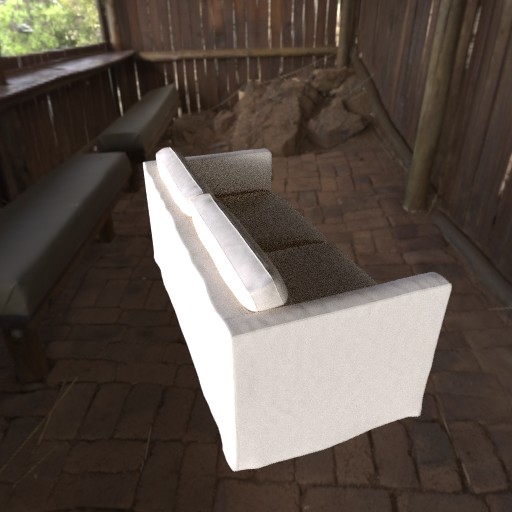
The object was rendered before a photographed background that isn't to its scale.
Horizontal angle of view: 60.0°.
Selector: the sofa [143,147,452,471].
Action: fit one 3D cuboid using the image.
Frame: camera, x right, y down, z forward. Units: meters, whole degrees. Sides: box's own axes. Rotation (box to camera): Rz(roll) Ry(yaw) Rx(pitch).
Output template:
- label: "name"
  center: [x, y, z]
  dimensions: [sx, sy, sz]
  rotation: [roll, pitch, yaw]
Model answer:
- label: "sofa"
  center: [0.000, 0.000, 2.519]
  dimensions: [0.940, 0.870, 1.987]
  rotation: [-11, 32, -18]
